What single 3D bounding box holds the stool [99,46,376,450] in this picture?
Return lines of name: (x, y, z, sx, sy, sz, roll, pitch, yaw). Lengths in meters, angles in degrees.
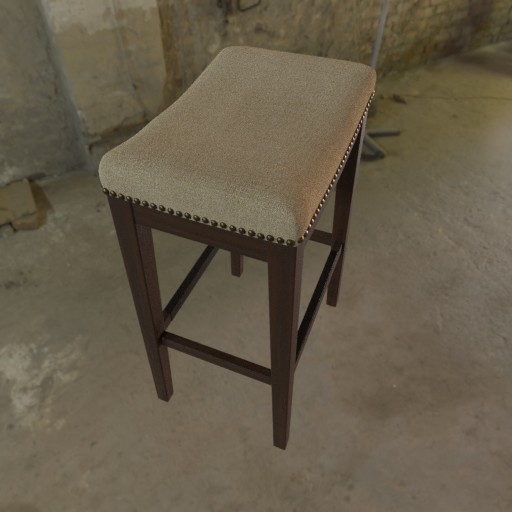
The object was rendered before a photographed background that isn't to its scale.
stool: (0.000, 0.000, 1.033, 0.363, 0.768, 0.509, 16, 49, 15)
